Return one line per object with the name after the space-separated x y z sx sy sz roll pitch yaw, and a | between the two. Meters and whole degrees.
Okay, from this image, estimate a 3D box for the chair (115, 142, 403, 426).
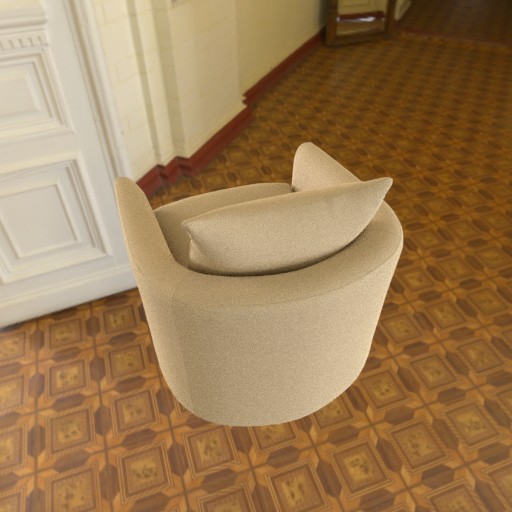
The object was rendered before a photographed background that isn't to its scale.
0.000 0.000 1.575 0.845 0.848 0.910 -14 45 -14 | chair
